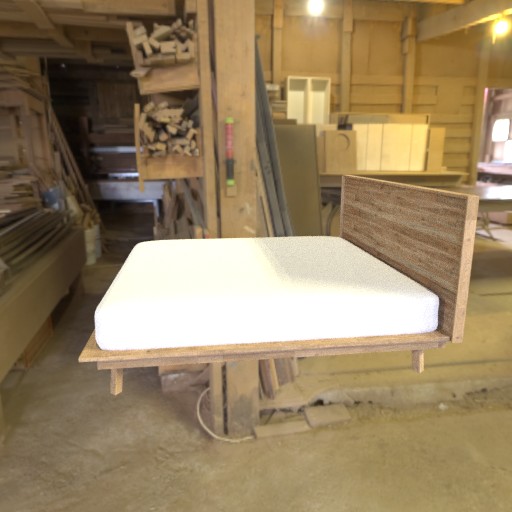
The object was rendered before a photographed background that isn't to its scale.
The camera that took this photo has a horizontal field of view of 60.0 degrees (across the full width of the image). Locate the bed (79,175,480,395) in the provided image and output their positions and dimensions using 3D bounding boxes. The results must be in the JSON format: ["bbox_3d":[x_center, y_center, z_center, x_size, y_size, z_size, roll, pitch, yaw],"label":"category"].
[{"bbox_3d":[0.000,0.000,3.401,2.167,1.100,2.116,-2,14,-8],"label":"bed"}]
